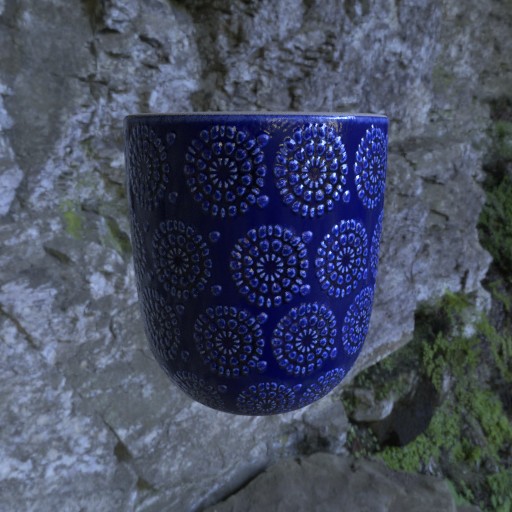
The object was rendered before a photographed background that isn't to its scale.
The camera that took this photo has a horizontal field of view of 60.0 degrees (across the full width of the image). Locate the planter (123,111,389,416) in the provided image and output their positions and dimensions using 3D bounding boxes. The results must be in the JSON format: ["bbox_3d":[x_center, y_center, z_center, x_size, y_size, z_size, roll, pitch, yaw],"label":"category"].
[{"bbox_3d":[0.000,0.000,0.342,0.184,0.206,0.184,0,16,0],"label":"planter"}]
